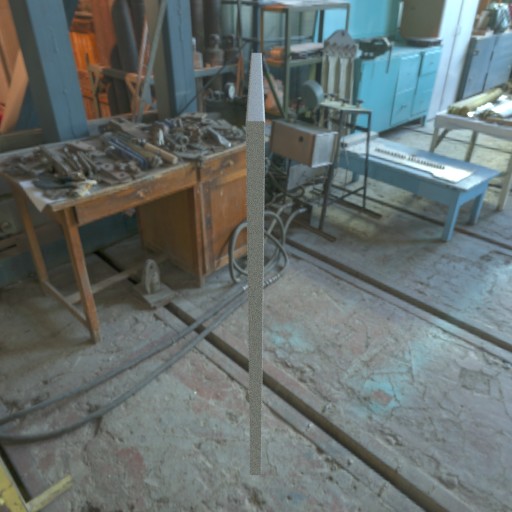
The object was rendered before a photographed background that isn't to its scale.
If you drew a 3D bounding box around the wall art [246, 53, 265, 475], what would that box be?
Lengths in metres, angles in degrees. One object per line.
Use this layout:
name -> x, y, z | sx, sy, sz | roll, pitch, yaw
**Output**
wall art -> 0.000, 0.000, 1.591 | 0.038, 1.212, 0.914 | 0, 32, 0
